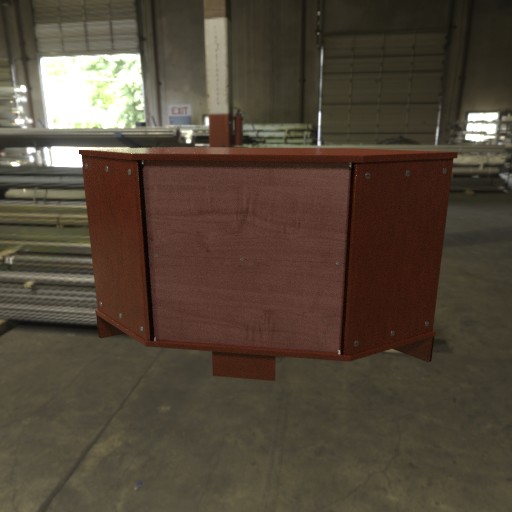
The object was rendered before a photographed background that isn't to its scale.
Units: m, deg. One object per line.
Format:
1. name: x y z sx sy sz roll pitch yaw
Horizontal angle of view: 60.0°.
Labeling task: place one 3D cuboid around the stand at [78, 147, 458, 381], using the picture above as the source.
1. stand: 0.000 0.000 1.324 1.072 0.614 0.381 2 16 8
